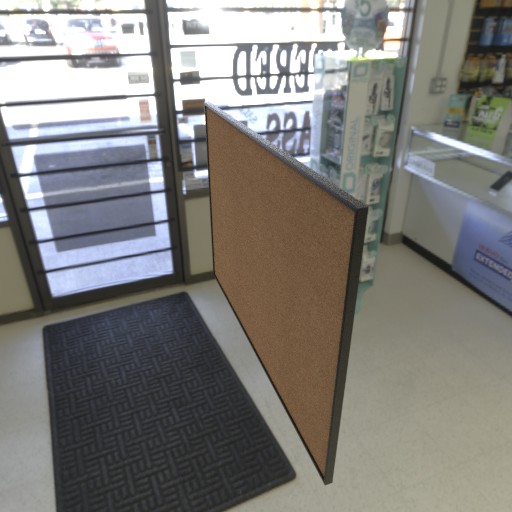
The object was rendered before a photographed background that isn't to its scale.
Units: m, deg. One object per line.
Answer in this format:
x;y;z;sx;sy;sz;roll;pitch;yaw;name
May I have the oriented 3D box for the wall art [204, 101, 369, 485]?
0.000;0.000;1.220;0.019;0.660;0.957;-10;30;-17;wall art
